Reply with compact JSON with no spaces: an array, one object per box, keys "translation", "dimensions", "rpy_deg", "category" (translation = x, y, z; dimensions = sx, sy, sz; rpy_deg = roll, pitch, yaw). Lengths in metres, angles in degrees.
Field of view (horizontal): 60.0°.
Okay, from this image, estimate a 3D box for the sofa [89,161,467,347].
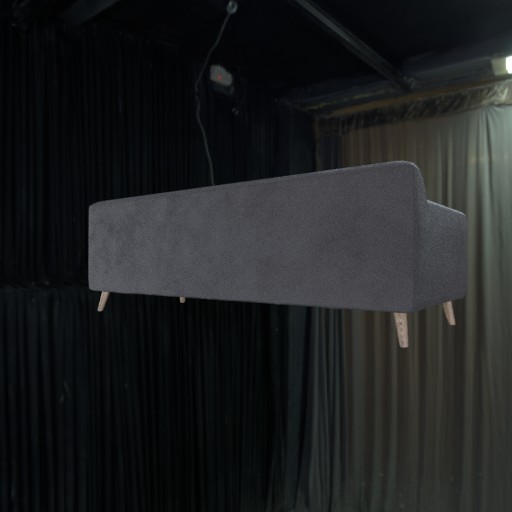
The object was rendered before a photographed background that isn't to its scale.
[{"translation":[0.000,0.000,2.693],"dimensions":[2.190,0.740,0.900],"rpy_deg":[0,-1,37],"category":"sofa"}]
